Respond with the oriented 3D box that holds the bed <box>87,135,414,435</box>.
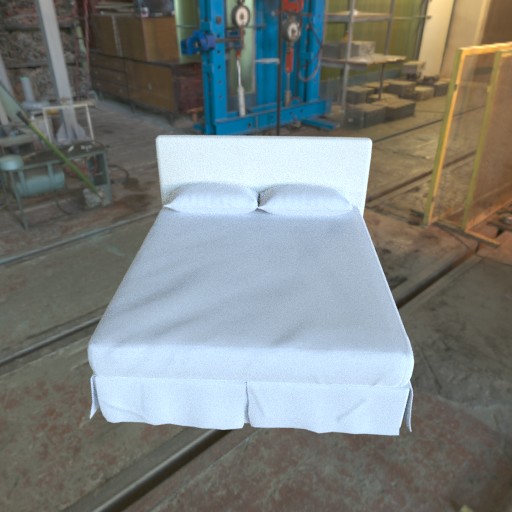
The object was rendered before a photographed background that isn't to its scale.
[{"bbox_3d":[0.000,0.000,3.551,2.119,1.317,2.341,1,31,2],"label":"bed"}]
